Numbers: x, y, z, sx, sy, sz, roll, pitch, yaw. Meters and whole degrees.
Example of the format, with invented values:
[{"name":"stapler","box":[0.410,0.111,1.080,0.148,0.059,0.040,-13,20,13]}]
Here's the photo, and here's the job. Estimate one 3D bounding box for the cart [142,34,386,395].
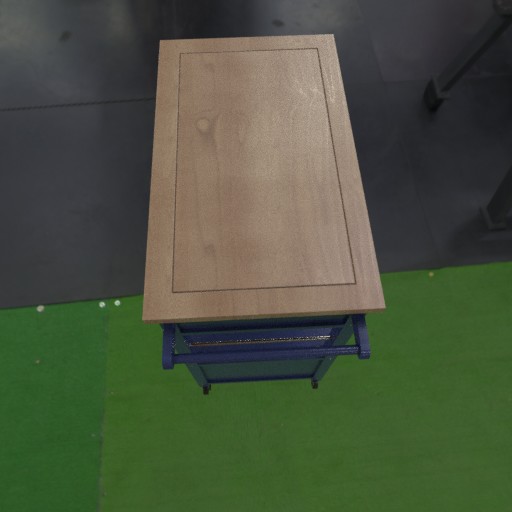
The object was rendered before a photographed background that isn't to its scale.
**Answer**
[{"name":"cart","box":[0.000,0.000,1.383,0.459,0.901,0.840,-3,64,-1]}]
